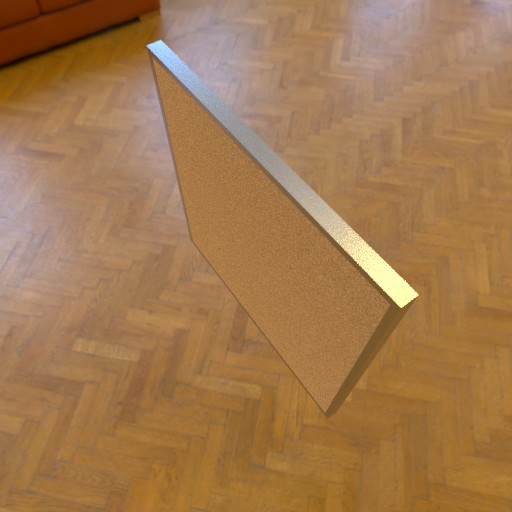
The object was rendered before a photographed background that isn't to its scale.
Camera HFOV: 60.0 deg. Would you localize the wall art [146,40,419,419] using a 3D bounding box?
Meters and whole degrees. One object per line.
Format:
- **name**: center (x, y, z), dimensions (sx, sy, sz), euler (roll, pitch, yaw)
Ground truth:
- **wall art**: center (0.000, 0.000, 1.192), dimensions (0.038, 0.806, 0.806), euler (-31, 64, -18)
